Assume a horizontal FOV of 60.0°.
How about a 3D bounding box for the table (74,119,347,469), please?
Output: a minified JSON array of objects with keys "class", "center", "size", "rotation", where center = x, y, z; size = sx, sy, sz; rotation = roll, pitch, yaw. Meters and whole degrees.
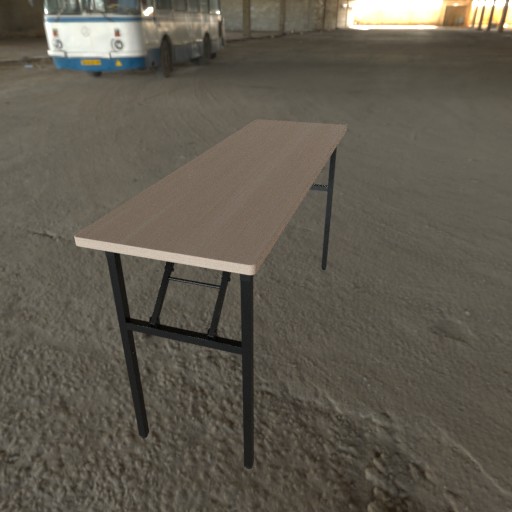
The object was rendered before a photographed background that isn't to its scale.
[{"class":"table","center":[0.000,0.000,1.733],"size":[0.447,0.750,1.397],"rotation":[9,30,16]}]
